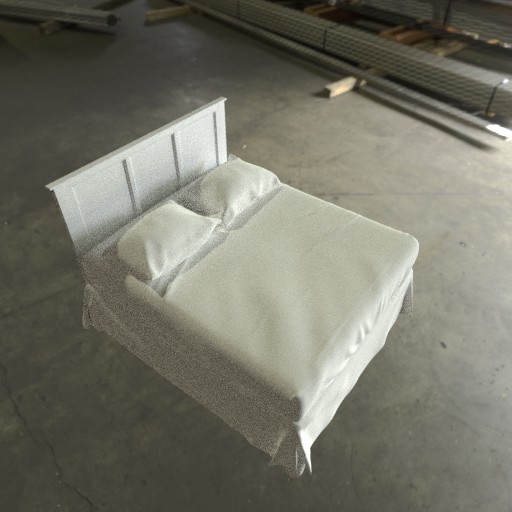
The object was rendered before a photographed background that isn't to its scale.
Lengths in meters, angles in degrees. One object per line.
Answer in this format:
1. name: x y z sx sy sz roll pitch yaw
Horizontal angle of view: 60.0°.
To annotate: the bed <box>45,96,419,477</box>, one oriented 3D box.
1. bed: 0.000 0.000 3.159 2.047 1.269 1.876 27 49 26
